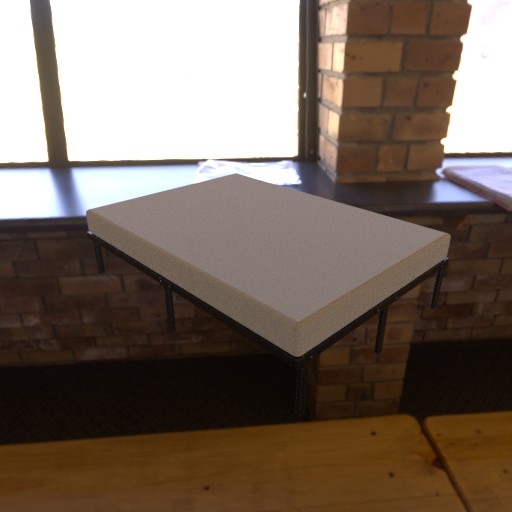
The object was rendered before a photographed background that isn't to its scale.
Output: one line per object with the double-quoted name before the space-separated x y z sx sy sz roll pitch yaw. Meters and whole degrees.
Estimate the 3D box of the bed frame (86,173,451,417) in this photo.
"bed frame" 0.000 0.000 3.965 2.205 0.680 2.842 -18 31 -33
